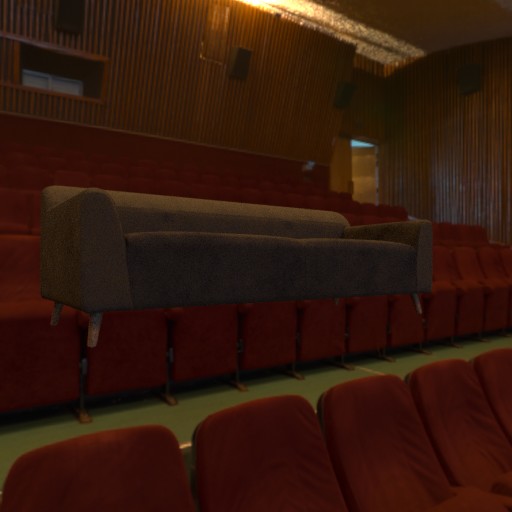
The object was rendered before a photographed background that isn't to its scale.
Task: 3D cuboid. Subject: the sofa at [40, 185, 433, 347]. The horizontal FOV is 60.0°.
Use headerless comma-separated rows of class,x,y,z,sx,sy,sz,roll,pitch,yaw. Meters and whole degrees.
sofa,0.000,0.000,2.612,2.190,0.740,0.900,1,-1,-35
